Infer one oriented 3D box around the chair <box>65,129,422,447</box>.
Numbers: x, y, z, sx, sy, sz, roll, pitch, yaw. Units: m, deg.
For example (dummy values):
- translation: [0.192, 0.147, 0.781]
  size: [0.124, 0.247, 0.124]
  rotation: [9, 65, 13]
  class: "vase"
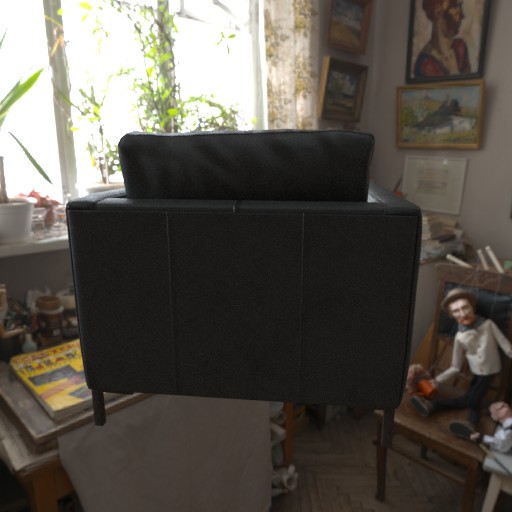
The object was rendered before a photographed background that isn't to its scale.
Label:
- translation: [0.000, 0.000, 1.463]
  size: [0.967, 0.824, 0.861]
  rotation: [2, 14, 6]
  class: "chair"
